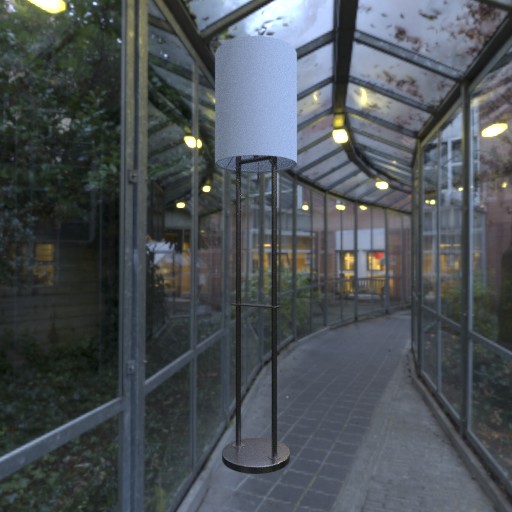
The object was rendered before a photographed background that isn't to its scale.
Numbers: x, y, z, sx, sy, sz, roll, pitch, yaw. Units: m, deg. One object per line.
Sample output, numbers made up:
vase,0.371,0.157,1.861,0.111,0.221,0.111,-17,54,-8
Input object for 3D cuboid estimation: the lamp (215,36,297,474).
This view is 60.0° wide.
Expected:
lamp,0.000,0.000,1.655,0.306,1.500,0.305,-1,-1,36
